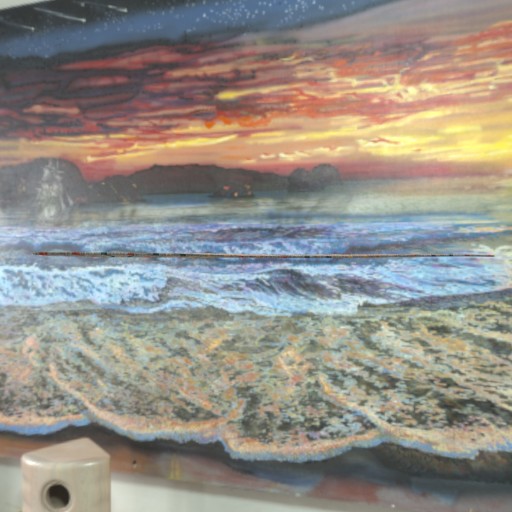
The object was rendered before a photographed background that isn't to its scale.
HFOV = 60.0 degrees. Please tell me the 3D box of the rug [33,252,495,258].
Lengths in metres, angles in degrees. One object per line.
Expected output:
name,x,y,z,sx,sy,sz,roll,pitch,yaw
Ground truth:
rug,0.000,0.000,2.941,2.439,0.029,1.537,0,0,-17
